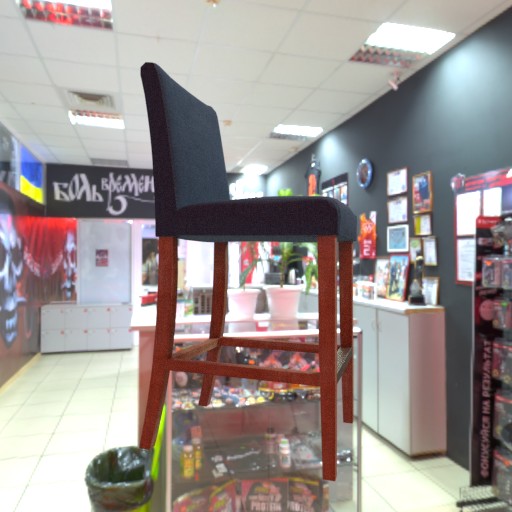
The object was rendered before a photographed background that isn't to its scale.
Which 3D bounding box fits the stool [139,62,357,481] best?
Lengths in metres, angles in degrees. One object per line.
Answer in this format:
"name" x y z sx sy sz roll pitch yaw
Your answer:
"stool" 0.000 0.000 1.356 0.574 1.088 0.454 0 0 18
